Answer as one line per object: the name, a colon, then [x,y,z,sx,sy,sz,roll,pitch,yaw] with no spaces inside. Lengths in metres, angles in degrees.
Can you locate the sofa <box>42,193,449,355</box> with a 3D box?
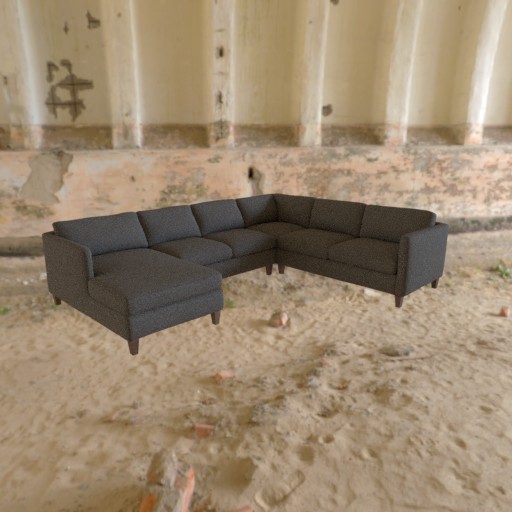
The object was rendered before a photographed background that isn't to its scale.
sofa: [0.000,0.000,4.451,3.238,0.853,2.551,-14,21,-43]
